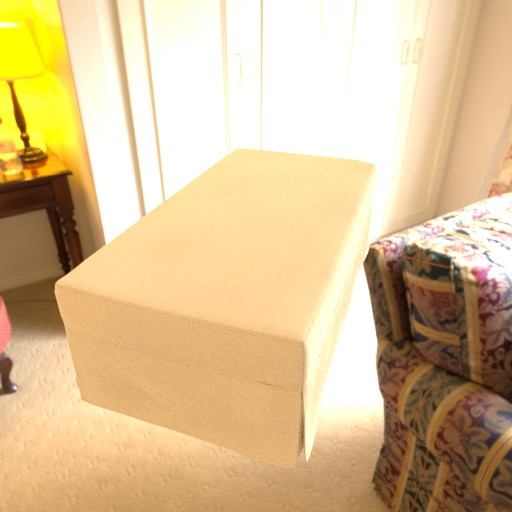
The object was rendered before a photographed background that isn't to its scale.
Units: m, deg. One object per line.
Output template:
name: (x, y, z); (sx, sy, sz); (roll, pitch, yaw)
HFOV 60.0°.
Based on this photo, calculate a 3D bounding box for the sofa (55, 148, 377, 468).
sofa: (0.000, 0.000, 2.114); (0.939, 0.552, 1.677); (10, 32, 17)
